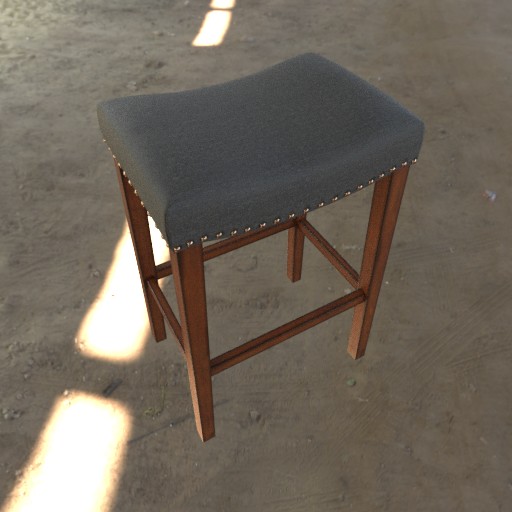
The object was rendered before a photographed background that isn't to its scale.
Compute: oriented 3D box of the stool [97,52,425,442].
[{"bbox_3d":[0.000,0.000,1.021,0.502,0.748,0.366,-22,50,-20],"label":"stool"}]
